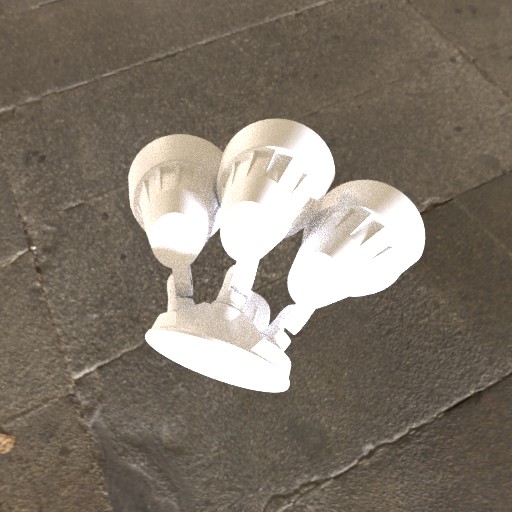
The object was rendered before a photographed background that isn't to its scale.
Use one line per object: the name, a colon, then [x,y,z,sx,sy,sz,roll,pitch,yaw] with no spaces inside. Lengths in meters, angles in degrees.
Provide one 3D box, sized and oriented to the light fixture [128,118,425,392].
light fixture: [0.000,0.000,0.538,0.369,0.237,0.278,16,63,8]
